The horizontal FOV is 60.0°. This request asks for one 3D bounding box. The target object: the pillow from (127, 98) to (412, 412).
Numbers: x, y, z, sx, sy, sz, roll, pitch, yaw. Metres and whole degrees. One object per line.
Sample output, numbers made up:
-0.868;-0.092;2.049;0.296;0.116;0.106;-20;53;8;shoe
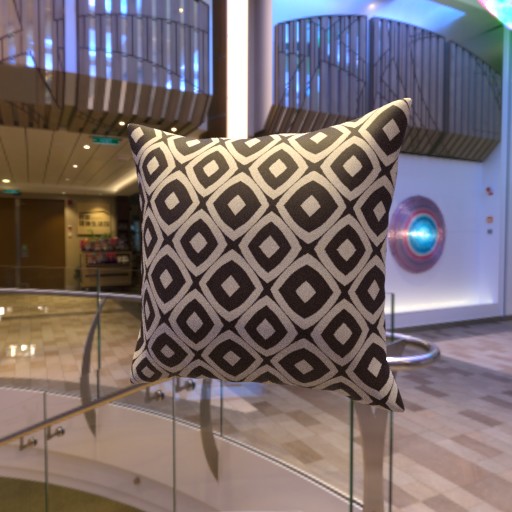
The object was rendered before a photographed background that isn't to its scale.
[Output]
0.000;0.000;0.769;0.504;0.494;0.188;1;2;17;pillow
